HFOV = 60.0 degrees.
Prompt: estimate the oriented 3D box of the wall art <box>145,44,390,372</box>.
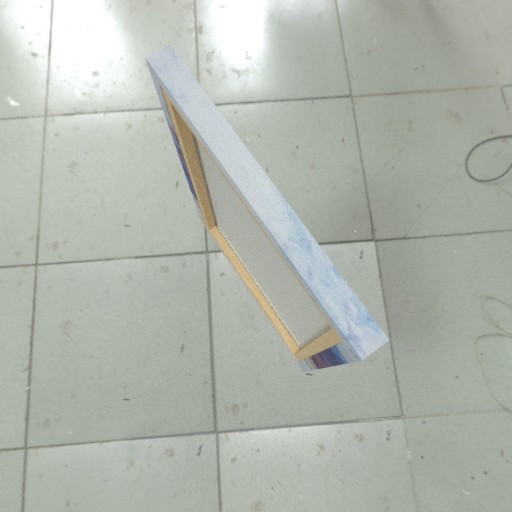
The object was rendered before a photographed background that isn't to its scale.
[{"bbox_3d":[0.000,0.000,0.777,0.036,0.581,0.437,-33,77,-9],"label":"wall art"}]
